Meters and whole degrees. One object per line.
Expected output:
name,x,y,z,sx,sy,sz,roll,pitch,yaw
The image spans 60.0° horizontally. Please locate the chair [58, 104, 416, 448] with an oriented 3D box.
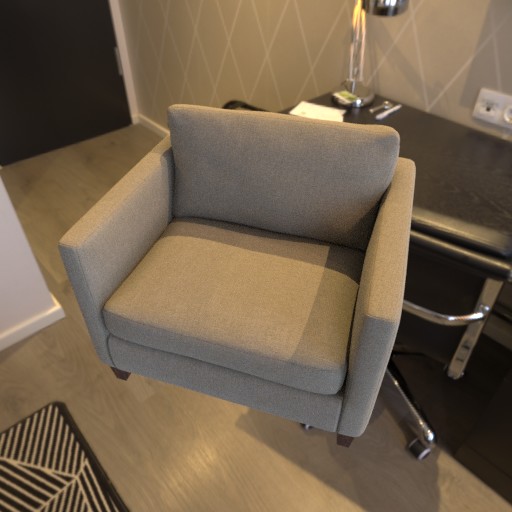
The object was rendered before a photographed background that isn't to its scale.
chair,0.000,0.000,1.784,1.107,0.963,0.959,12,42,13
